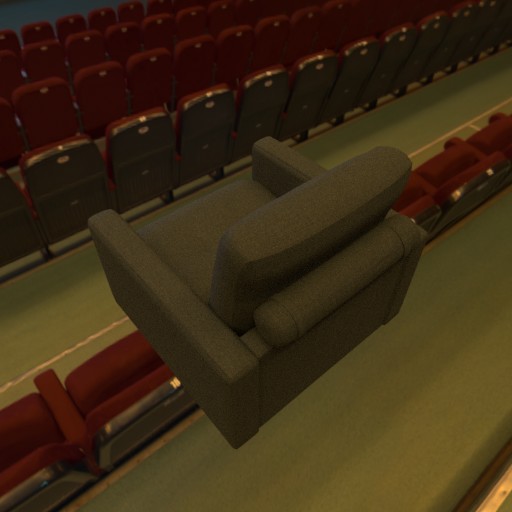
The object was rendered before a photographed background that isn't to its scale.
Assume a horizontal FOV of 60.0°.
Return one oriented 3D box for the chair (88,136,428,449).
[{"bbox_3d":[0.000,0.000,1.528,0.821,0.880,0.843,-31,53,-27],"label":"chair"}]
